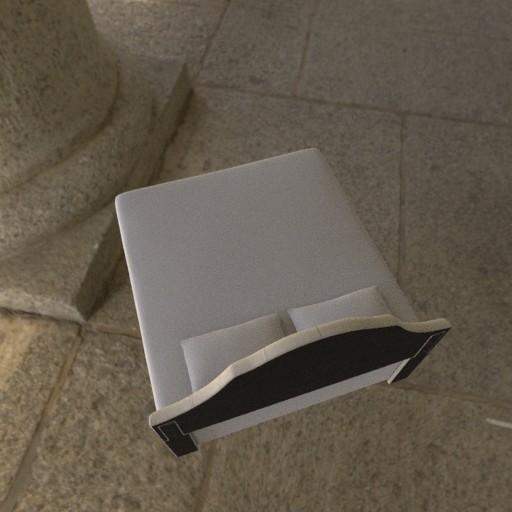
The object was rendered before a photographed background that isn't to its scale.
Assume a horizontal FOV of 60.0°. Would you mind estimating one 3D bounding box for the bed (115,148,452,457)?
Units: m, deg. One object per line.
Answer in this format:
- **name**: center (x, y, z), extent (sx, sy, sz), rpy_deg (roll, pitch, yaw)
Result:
- **bed**: center (0.000, 0.000, 3.367), extent (2.012, 1.555, 2.086), rpy_deg (-15, 58, -10)
